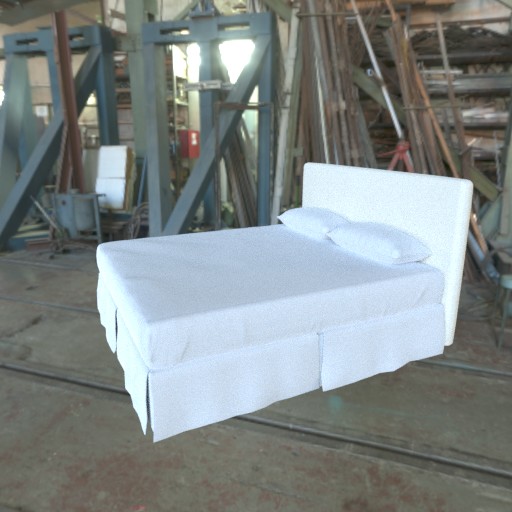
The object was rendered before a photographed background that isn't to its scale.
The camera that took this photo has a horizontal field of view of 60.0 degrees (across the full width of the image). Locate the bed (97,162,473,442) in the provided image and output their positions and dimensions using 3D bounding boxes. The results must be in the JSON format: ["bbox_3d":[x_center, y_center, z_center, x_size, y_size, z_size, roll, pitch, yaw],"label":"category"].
[{"bbox_3d":[0.000,0.000,3.577,2.341,1.317,2.119,-8,17,-25],"label":"bed"}]
